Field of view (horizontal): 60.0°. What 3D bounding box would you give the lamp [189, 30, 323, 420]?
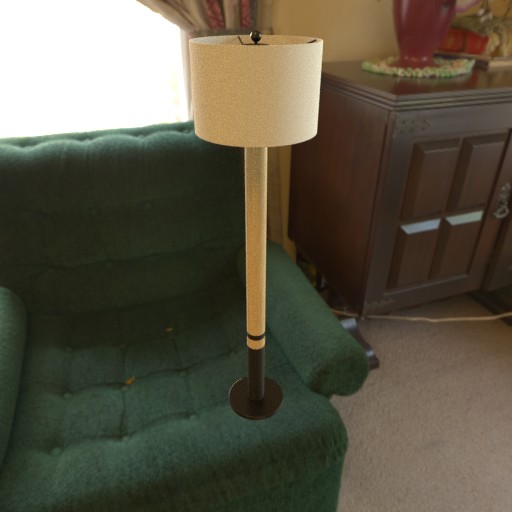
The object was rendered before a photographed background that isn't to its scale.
[{"bbox_3d":[0.000,0.000,1.625,0.381,1.478,0.381,-21,36,-31],"label":"lamp"}]
